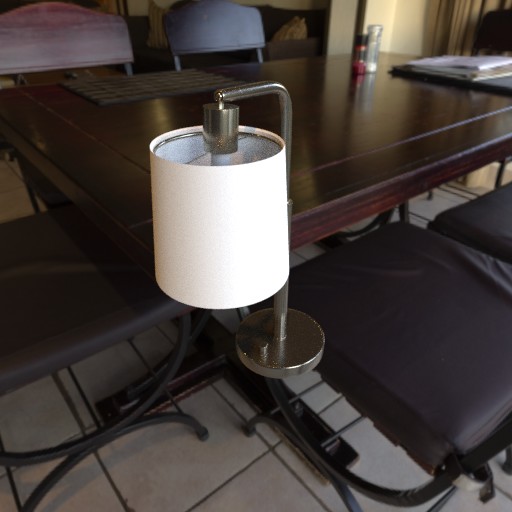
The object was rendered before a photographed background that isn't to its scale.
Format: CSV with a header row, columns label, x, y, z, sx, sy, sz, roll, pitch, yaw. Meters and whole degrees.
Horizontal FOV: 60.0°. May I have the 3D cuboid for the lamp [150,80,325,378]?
label,x,y,z,sx,sy,sz,roll,pitch,yaw
lamp,0.000,0.000,0.647,0.171,0.489,0.333,19,37,27
